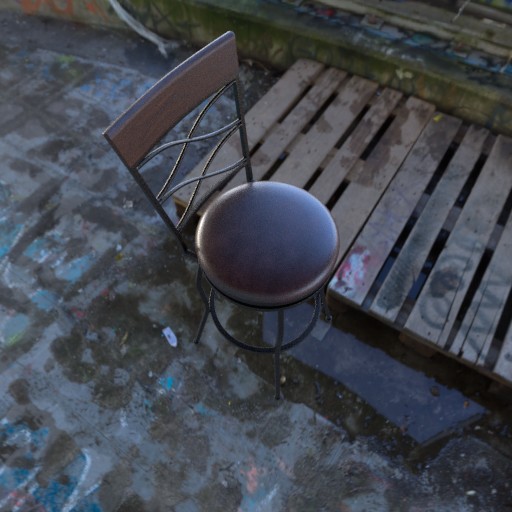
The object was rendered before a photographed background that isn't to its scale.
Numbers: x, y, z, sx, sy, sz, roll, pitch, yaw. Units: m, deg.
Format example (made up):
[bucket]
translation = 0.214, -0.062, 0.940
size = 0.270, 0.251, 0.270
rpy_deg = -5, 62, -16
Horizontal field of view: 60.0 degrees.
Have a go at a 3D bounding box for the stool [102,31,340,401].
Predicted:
[stool]
translation = 0.000, 0.000, 1.427
size = 0.513, 1.130, 0.448
rpy_deg = 30, 63, 17
